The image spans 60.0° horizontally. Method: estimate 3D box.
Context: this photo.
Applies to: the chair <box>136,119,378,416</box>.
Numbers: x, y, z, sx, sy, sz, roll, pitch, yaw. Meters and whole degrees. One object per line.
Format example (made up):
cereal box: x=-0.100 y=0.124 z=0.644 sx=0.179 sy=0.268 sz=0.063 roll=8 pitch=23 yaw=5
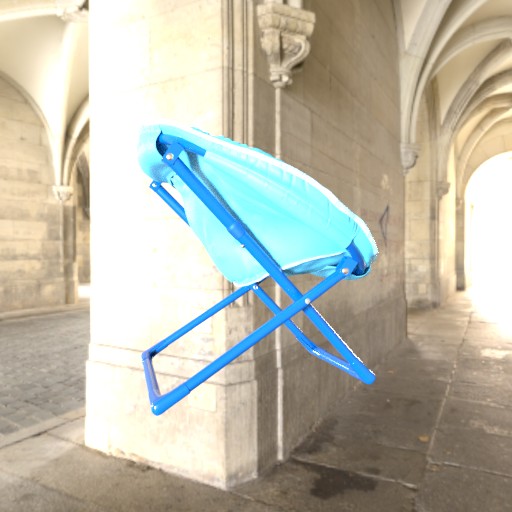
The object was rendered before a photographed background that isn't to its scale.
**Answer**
chair: x=0.000 y=0.000 z=0.894 sx=0.465 sy=0.478 sz=0.520 roll=0 pitch=1 yaw=-17
